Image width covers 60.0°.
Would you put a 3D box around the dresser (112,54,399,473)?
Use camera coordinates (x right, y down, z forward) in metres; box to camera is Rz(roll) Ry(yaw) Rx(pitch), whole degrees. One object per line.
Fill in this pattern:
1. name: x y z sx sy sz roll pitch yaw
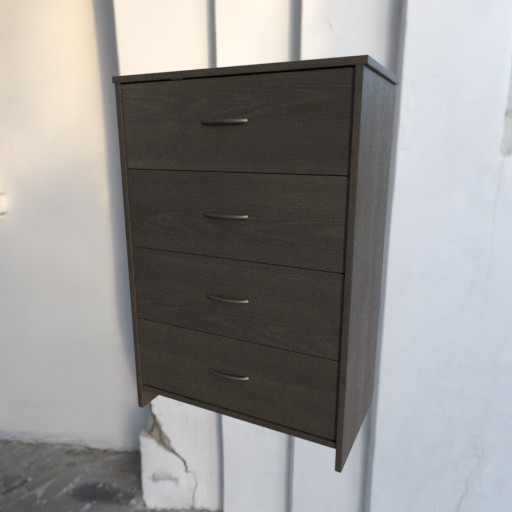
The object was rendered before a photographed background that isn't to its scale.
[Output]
1. dresser: 0.000 0.000 1.349 0.700 1.020 0.398 7 16 26
